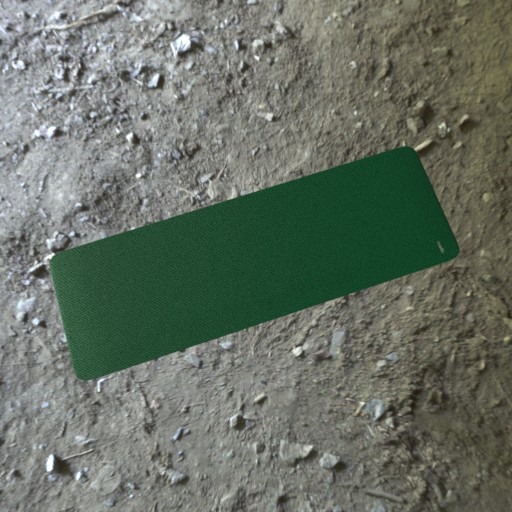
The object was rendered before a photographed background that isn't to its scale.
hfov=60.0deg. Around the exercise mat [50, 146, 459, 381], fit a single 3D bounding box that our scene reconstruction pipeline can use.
[{"bbox_3d":[0.000,0.000,2.092,1.869,0.021,0.616,-18,76,-4],"label":"exercise mat"}]
